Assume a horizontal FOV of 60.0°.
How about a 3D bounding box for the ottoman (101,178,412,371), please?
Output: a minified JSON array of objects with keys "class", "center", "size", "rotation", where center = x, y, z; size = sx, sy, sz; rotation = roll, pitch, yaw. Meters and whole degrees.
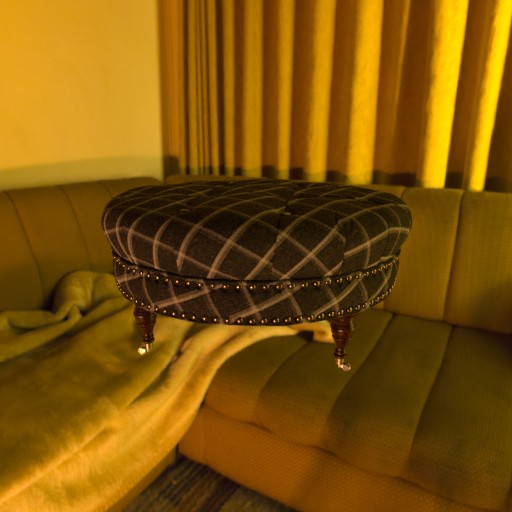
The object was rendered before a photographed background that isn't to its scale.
[{"class":"ottoman","center":[0.000,0.000,1.390],"size":[0.901,0.439,0.901],"rotation":[0,16,0]}]
